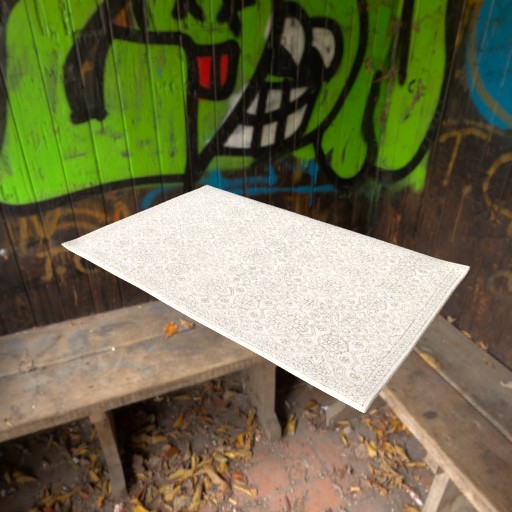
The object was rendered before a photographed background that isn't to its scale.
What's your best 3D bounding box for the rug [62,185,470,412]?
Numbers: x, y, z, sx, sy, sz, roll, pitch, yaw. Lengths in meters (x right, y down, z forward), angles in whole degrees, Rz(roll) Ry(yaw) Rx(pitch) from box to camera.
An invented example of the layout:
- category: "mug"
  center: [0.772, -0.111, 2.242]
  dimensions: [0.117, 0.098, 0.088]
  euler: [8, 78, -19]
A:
- category: "rug"
  center: [0.000, 0.000, 2.468]
  dimensions: [1.947, 0.023, 1.214]
  euler: [22, 37, 33]
